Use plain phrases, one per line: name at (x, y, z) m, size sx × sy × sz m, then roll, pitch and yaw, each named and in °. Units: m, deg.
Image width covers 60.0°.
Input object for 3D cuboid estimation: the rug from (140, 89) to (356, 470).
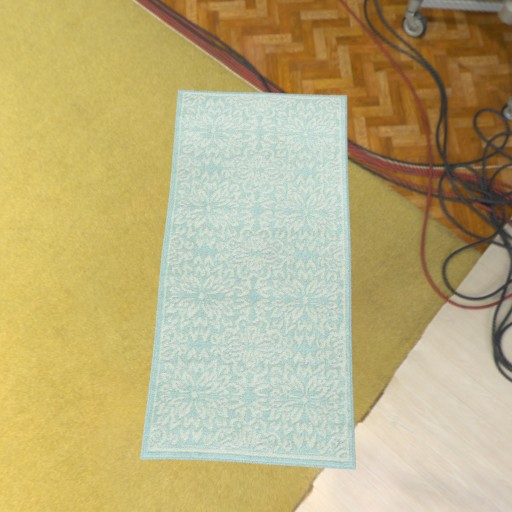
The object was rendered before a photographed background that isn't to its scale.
rug at (0.000, 0.000, 1.410) m, size 0.604 × 0.007 × 1.219 m, roll 2°, pitch 74°, yaw 1°
